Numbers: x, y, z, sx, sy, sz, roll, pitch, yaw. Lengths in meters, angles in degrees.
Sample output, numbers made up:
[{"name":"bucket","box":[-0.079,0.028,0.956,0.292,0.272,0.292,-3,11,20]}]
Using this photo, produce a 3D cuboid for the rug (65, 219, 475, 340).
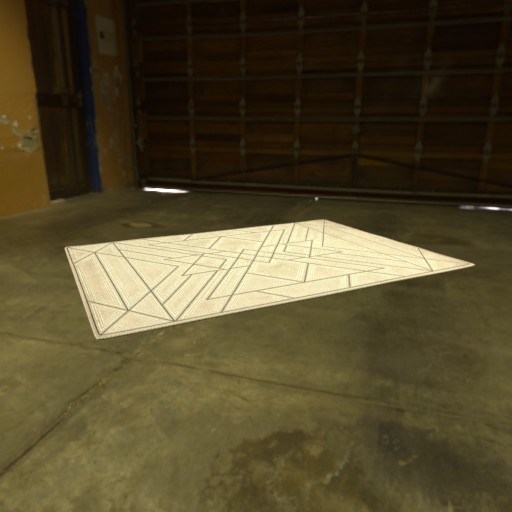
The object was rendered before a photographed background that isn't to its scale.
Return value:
[{"name":"rug","box":[0.000,0.000,4.443,3.381,0.026,2.436,-8,18,-26]}]
